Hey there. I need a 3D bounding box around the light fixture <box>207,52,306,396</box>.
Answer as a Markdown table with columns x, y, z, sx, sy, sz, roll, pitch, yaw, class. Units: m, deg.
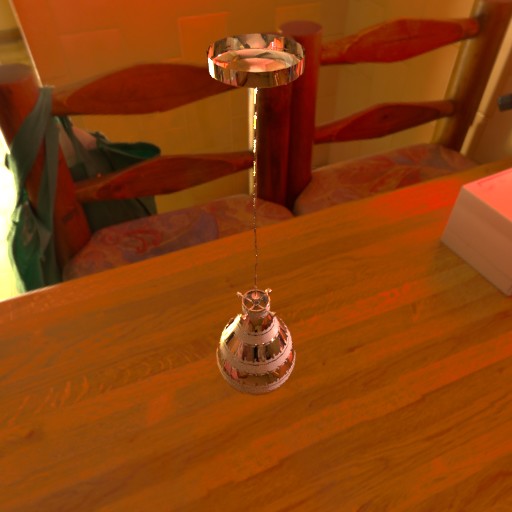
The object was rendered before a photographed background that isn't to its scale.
| x | y | z | sx | sy | sz | roll | pitch | yaw | class |
| --- | --- | --- | --- | --- | --- | --- | --- | --- | --- |
| 0.000 | 0.000 | 1.629 | 0.374 | 1.457 | 0.374 | 28 | 52 | 25 | light fixture |
